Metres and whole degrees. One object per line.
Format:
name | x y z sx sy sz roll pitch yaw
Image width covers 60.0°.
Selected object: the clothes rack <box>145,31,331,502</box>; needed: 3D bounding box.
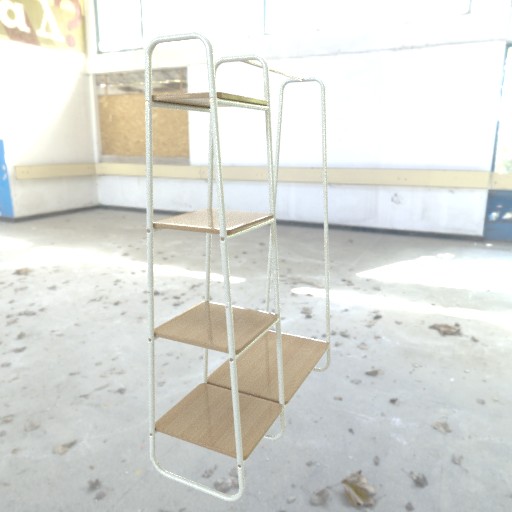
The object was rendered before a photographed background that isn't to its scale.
clothes rack | 0.000 0.000 1.841 0.400 1.500 1.011 7 16 25
